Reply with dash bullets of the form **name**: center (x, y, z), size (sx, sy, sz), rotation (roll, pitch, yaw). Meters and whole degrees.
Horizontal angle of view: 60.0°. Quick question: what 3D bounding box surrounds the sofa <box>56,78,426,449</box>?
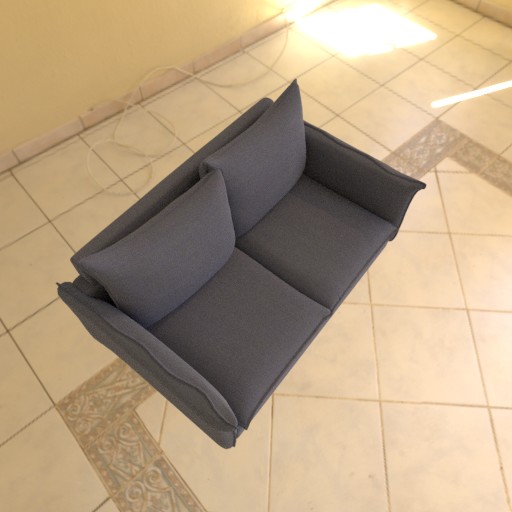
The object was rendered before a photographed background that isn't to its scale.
- **sofa**: center (0.000, 0.000, 1.856), size (0.820, 0.840, 1.300), rotation (34, 64, 19)
